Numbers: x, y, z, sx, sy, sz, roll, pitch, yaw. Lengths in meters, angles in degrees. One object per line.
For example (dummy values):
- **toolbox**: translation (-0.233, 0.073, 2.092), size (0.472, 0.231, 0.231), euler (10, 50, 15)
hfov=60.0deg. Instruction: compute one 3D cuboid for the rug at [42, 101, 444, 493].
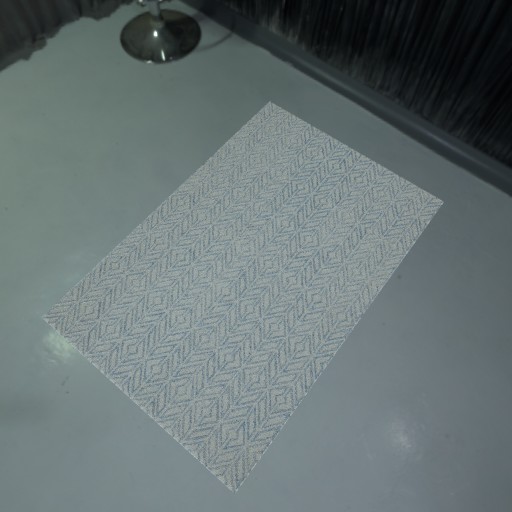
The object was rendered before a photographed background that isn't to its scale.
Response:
- **rug**: translation (0.000, 0.000, 2.315), size (1.220, 0.008, 1.824), euler (35, 68, 16)
